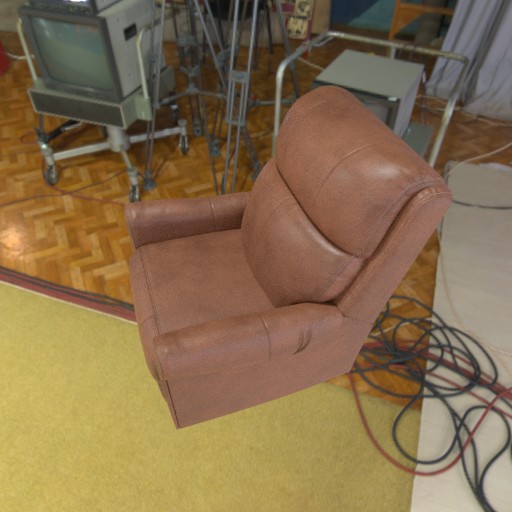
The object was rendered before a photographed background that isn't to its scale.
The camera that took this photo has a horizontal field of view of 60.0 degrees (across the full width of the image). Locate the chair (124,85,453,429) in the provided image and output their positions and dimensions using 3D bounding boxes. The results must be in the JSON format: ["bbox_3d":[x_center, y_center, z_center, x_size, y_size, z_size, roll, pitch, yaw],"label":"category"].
[{"bbox_3d":[0.000,0.000,1.758,1.014,1.054,0.838,-14,47,-13],"label":"chair"}]
